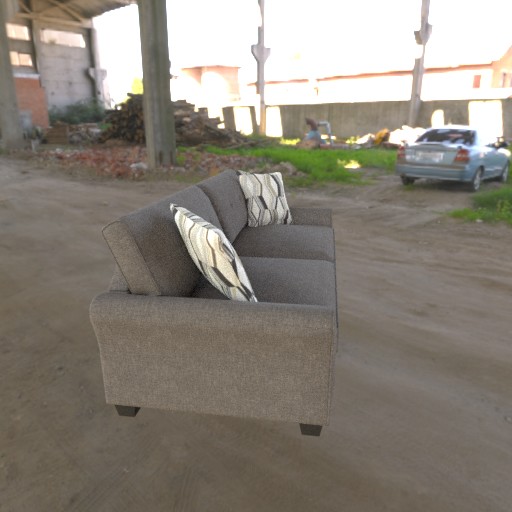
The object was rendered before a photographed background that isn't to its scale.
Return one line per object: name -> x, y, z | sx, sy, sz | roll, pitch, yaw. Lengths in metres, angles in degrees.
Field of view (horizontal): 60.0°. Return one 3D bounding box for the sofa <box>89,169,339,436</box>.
sofa -> 0.000, 0.000, 2.490 | 0.889, 0.813, 2.032 | 3, 17, 9
